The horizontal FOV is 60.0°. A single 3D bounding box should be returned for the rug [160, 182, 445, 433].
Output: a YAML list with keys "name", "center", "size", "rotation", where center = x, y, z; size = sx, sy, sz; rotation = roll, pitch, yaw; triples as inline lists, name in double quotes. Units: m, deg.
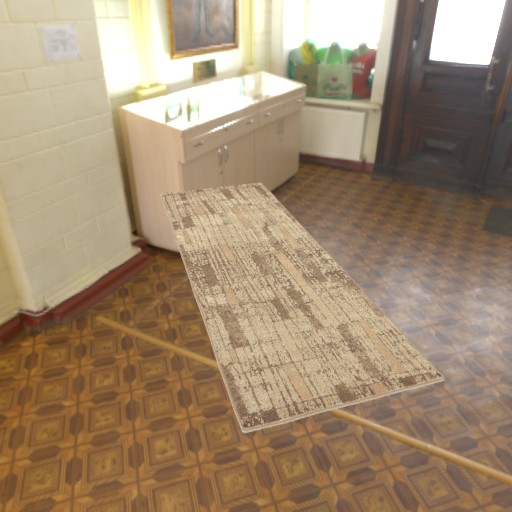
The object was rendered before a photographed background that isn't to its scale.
- name: "rug"
  center: [0.000, 0.000, 2.650]
  size: [0.857, 0.018, 2.383]
  rotation: [-9, 31, -15]
